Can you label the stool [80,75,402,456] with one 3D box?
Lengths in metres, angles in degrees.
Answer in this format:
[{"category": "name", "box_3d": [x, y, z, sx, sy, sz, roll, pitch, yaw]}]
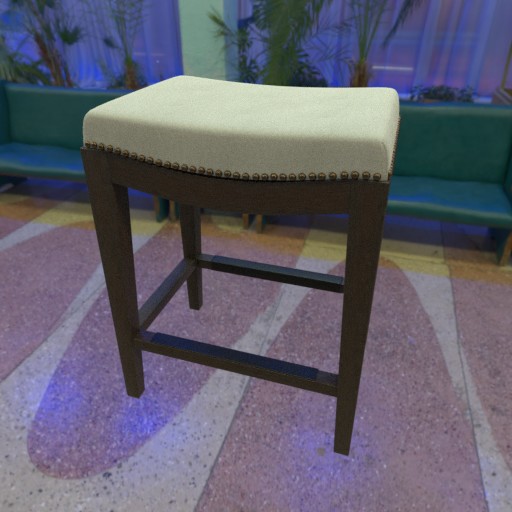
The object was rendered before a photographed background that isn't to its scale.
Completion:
[{"category": "stool", "box_3d": [0.000, 0.000, 0.925, 0.500, 0.642, 0.361, 10, 33, 15]}]
